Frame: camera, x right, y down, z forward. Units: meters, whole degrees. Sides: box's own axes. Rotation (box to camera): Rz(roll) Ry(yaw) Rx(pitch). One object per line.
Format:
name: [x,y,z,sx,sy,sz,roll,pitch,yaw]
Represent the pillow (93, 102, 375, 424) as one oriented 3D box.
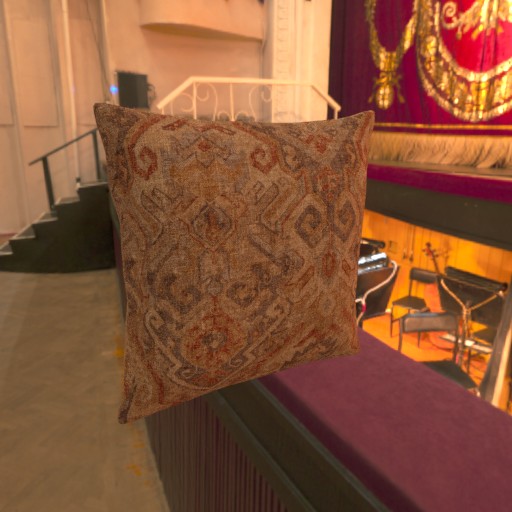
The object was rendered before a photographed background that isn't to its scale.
pillow: [0.000,0.000,0.791,0.523,0.506,0.166,-8,17,-28]
